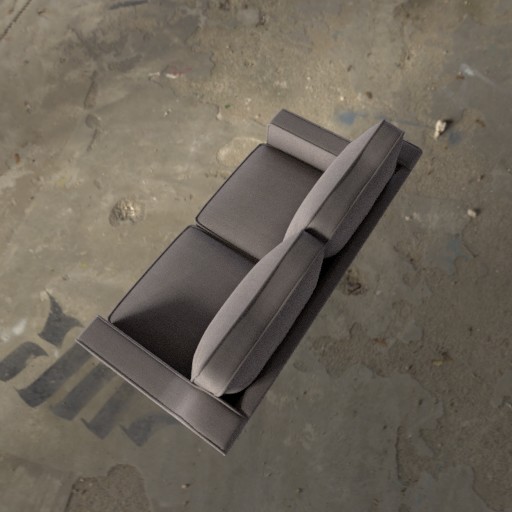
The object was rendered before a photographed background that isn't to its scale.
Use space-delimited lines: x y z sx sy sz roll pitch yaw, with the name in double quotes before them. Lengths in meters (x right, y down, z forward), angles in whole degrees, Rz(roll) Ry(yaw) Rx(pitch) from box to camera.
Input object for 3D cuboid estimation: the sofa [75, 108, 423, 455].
"sofa" 0.000 0.000 2.014 0.791 0.948 1.500 31 67 15
